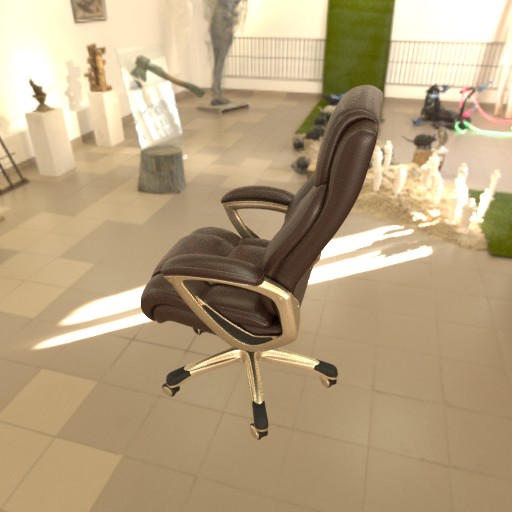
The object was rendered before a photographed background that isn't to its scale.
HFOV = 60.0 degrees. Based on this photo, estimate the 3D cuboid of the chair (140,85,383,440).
[{"bbox_3d":[0.000,0.000,1.636,0.749,1.194,0.692,8,31,13],"label":"chair"}]
